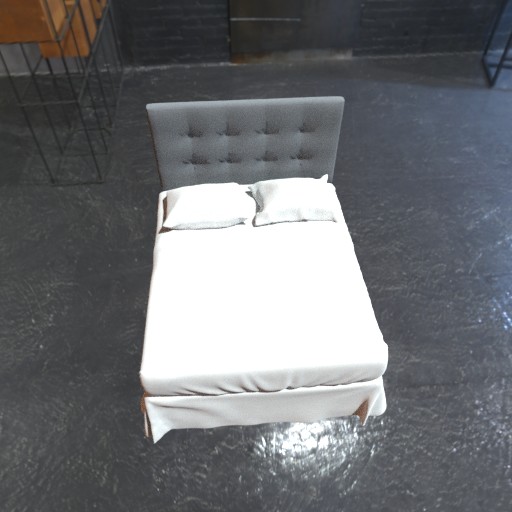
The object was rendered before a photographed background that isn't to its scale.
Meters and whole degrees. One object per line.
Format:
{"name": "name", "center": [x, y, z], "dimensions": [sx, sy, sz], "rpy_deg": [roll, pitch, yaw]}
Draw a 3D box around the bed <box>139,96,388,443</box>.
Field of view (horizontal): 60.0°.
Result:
{"name": "bed", "center": [0.000, 0.000, 3.507], "dimensions": [1.936, 1.577, 2.222], "rpy_deg": [-3, 47, -3]}
